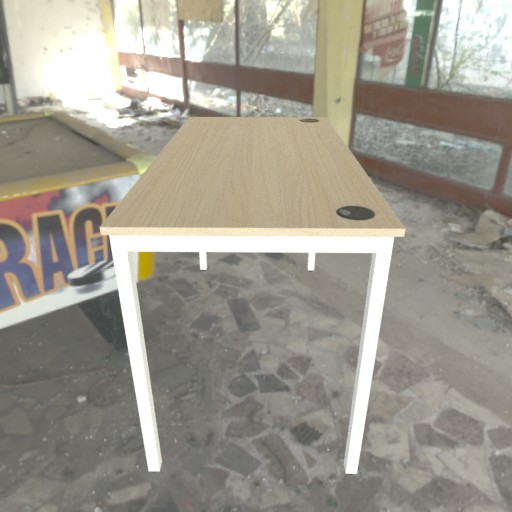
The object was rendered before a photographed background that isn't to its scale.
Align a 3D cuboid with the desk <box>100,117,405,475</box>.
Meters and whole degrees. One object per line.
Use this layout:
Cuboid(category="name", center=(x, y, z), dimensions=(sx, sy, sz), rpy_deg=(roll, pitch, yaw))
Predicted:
Cuboid(category="desk", center=(0.000, 0.000, 1.572), dimensions=(0.600, 0.750, 1.200), rpy_deg=(0, 27, 1))
